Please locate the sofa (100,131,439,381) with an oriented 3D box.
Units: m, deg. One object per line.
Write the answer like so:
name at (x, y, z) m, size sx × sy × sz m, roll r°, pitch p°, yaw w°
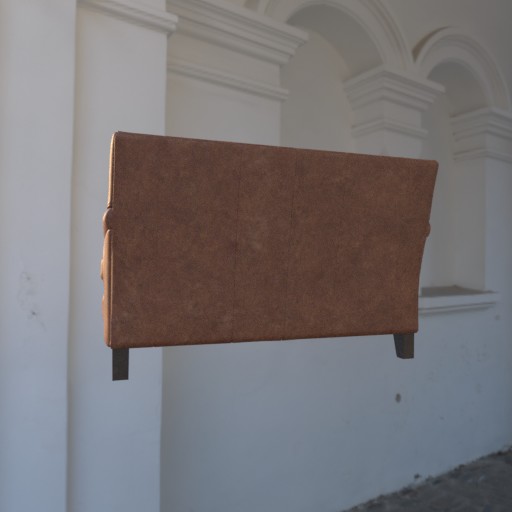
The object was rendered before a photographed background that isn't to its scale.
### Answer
sofa at (0.000, 0.000, 2.277) m, size 1.527 × 1.004 × 1.077 m, roll 1°, pitch -2°, yaw -18°
